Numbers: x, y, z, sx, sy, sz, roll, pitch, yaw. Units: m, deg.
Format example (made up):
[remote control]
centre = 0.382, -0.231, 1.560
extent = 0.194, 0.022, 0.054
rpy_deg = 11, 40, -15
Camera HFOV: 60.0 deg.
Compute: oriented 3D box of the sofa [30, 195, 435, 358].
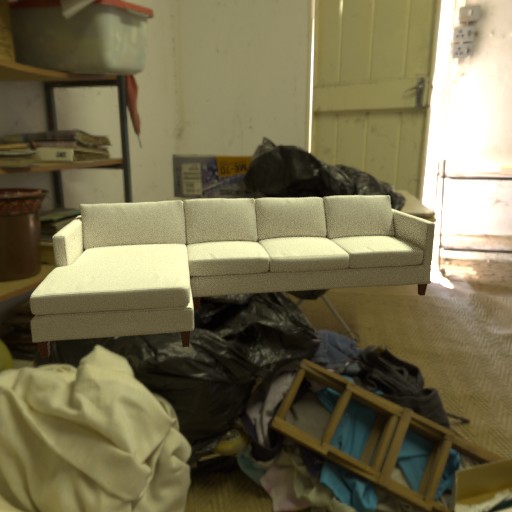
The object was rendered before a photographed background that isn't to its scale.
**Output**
[sofa]
centre = 0.000, 0.000, 3.782
extent = 3.186, 0.846, 1.625
rpy_deg = -3, 15, -10
